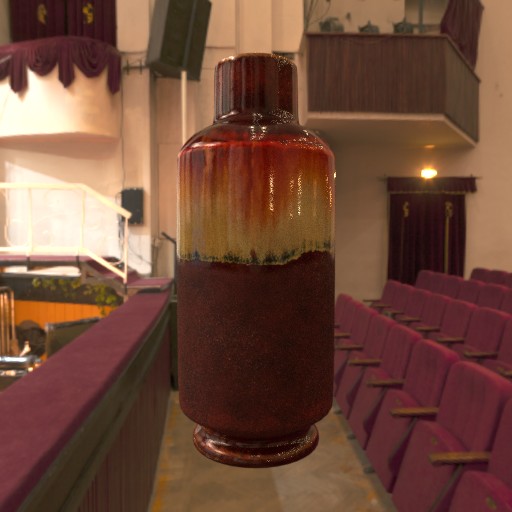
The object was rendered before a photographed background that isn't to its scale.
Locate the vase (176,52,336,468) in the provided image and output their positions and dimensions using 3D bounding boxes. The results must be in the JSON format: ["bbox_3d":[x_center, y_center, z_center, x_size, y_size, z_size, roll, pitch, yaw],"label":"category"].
[{"bbox_3d":[0.000,0.000,0.314,0.111,0.261,0.111,0,2,0],"label":"vase"}]
